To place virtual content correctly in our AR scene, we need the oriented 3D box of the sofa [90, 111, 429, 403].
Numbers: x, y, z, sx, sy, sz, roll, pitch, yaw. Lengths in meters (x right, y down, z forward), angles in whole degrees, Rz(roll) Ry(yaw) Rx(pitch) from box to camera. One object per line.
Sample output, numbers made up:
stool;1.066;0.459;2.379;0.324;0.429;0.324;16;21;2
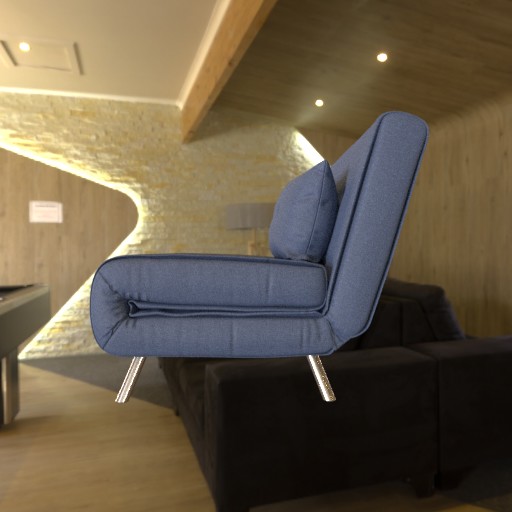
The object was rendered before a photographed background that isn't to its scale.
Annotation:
sofa;0.000;0.000;1.765;0.996;0.860;0.999;0;1;-1
